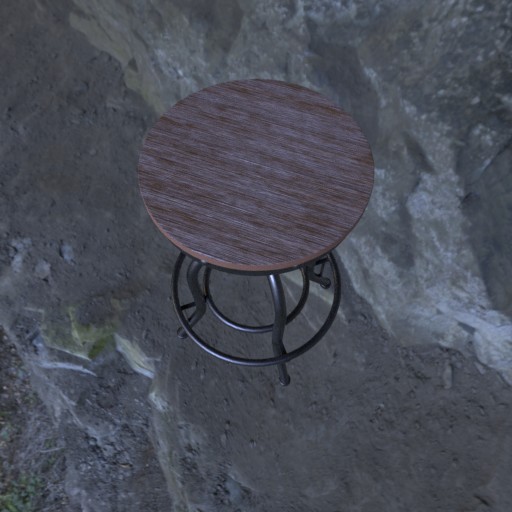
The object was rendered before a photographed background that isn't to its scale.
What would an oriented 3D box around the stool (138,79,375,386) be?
[{"bbox_3d":[0.000,0.000,0.927,0.439,0.609,0.439,-18,64,-9],"label":"stool"}]
